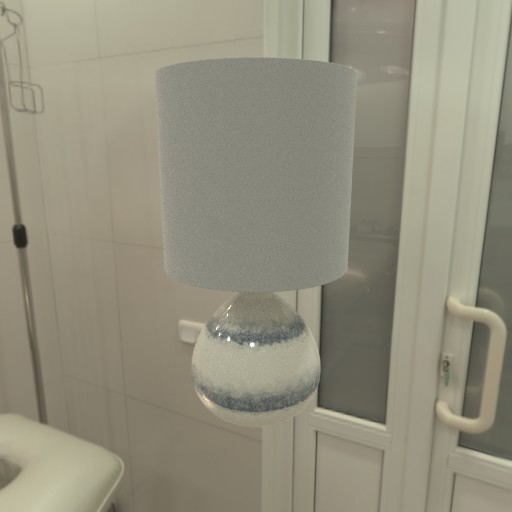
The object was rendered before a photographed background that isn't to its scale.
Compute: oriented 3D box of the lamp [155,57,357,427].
[{"bbox_3d":[0.000,0.000,0.533,0.216,0.404,0.216,7,15,27],"label":"lamp"}]
